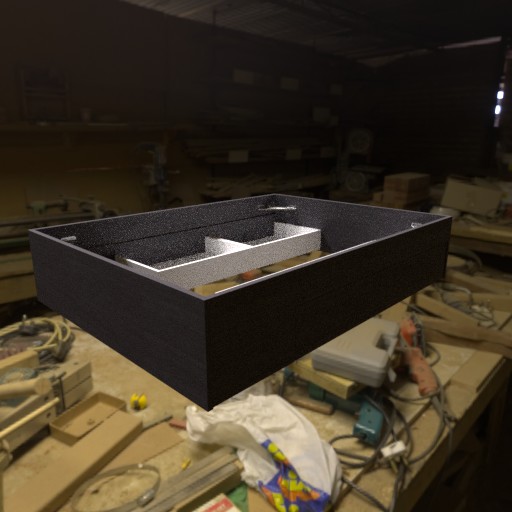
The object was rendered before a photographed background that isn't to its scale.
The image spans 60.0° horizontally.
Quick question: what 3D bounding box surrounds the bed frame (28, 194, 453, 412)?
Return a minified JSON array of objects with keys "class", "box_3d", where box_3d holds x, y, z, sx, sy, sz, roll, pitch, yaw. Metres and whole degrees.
[{"class":"bed frame","box_3d":[0.000,0.000,2.563,1.448,0.459,1.944,15,21,42]}]
